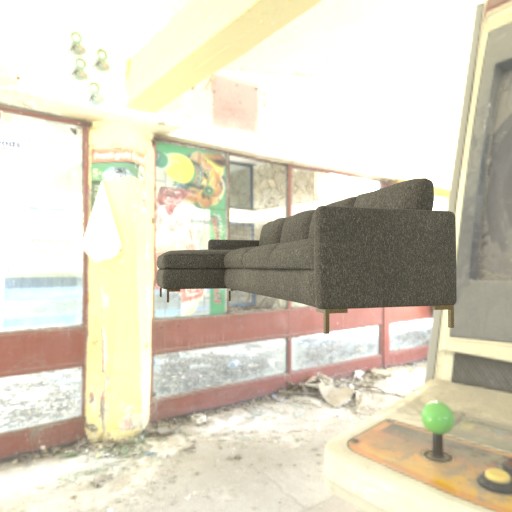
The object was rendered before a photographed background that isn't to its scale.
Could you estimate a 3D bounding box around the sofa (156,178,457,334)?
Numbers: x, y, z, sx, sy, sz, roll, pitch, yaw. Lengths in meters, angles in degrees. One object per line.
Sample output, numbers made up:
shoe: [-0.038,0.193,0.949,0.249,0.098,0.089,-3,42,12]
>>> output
sofa: [0.000,0.000,3.512,1.350,0.810,2.932,0,-1,-17]
